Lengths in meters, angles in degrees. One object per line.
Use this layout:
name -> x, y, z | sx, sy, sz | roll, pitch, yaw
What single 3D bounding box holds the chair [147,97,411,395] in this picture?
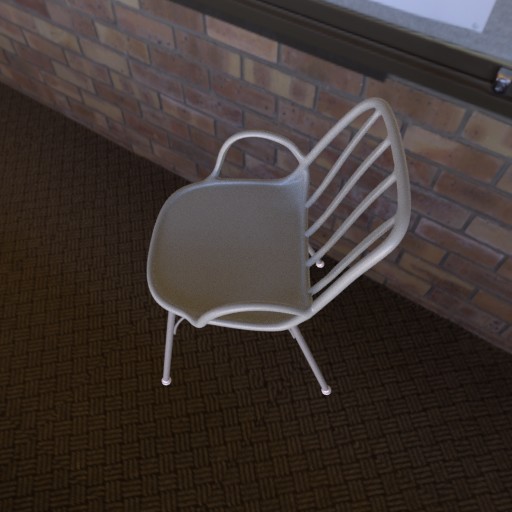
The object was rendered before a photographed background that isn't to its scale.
chair -> 0.000, 0.000, 1.229 | 0.597, 0.816, 0.549 | 2, 57, 1
